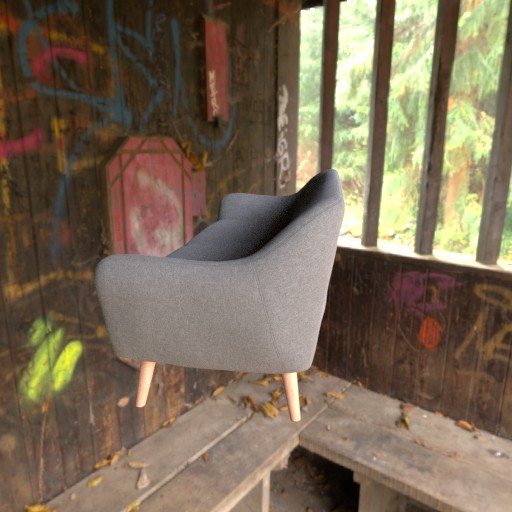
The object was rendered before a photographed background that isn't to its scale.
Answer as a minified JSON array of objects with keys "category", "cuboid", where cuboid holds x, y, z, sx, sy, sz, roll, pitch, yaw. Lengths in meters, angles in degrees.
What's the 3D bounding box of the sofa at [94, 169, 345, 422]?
[{"category":"sofa","cuboid":[0.000,0.000,2.257,0.820,0.820,1.840,2,15,9]}]
